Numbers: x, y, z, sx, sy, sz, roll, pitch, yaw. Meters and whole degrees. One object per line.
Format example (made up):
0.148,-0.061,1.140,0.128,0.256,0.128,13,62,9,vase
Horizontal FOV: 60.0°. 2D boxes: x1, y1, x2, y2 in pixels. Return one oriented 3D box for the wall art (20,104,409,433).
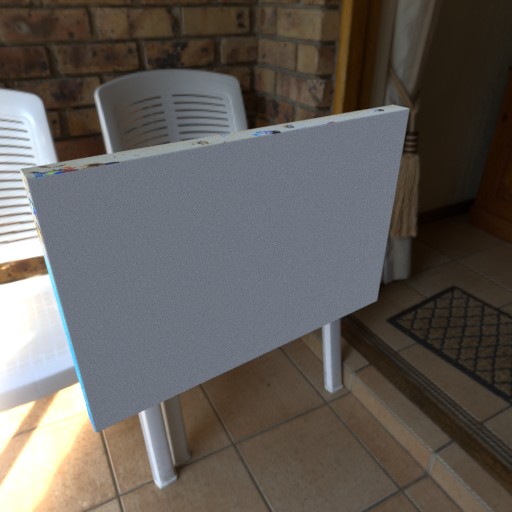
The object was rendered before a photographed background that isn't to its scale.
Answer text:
0.000,0.000,1.069,0.894,0.595,0.057,-19,35,-29,wall art
